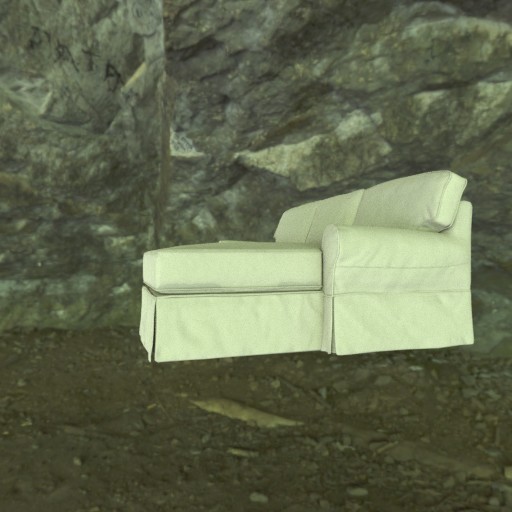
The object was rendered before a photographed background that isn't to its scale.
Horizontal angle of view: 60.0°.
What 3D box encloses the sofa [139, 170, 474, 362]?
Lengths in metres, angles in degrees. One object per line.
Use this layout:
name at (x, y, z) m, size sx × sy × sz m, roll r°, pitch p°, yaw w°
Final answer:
sofa at (0.000, 0.000, 3.283) m, size 1.733 × 0.978 × 2.475 m, roll 0°, pitch 0°, yaw -19°
